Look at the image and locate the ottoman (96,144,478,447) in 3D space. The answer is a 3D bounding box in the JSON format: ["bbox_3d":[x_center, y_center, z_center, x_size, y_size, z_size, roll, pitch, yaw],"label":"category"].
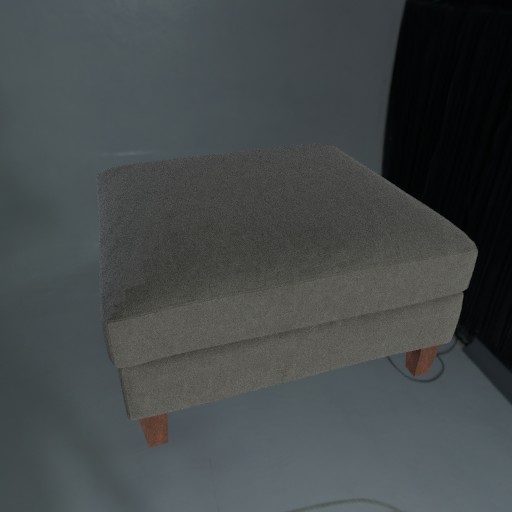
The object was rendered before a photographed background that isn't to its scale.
[{"bbox_3d":[0.000,0.000,1.372,0.881,0.482,0.861,-10,33,-15],"label":"ottoman"}]
